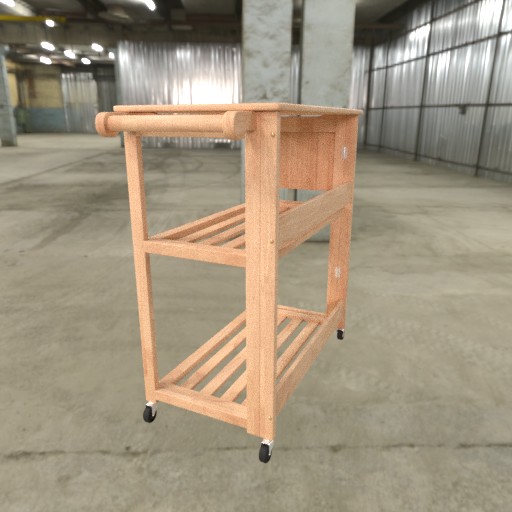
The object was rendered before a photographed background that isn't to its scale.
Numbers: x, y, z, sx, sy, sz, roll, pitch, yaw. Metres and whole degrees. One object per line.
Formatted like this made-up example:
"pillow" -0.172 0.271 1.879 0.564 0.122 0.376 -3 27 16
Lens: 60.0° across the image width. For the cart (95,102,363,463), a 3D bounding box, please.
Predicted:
"cart" 0.000 0.000 1.387 0.432 0.879 0.853 8 19 24
